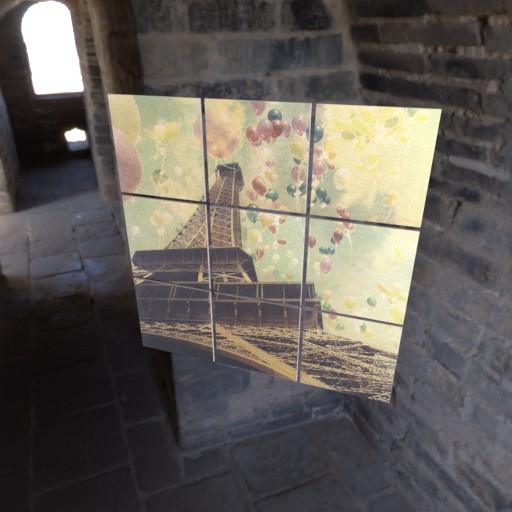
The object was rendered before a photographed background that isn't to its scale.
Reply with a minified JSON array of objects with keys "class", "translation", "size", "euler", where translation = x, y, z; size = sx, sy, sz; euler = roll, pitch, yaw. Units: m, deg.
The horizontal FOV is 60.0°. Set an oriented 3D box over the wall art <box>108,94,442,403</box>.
[{"class":"wall art","translation":[0.000,0.000,1.826],"size":[1.219,1.218,0.013],"euler":[9,28,17]}]
